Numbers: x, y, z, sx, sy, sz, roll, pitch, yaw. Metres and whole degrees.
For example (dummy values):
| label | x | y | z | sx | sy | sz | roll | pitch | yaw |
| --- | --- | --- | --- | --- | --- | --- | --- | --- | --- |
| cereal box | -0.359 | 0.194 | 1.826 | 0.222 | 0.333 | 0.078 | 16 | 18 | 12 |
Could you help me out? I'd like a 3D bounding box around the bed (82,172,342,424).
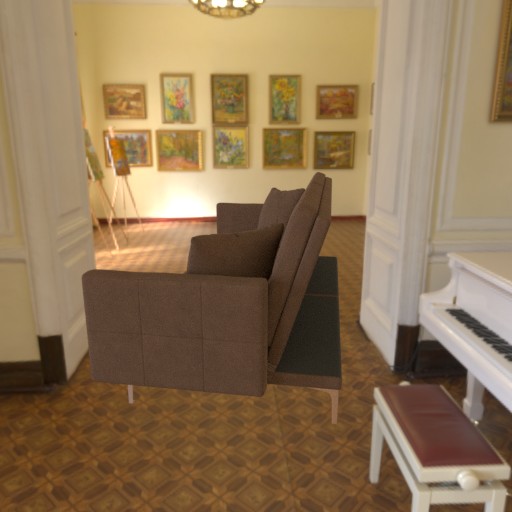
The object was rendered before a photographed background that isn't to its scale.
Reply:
| label | x | y | z | sx | sy | sz | roll | pitch | yaw |
| --- | --- | --- | --- | --- | --- | --- | --- | --- | --- |
| bed | 0.000 | 0.000 | 2.361 | 0.889 | 0.787 | 1.905 | 2 | 14 | 9 |
